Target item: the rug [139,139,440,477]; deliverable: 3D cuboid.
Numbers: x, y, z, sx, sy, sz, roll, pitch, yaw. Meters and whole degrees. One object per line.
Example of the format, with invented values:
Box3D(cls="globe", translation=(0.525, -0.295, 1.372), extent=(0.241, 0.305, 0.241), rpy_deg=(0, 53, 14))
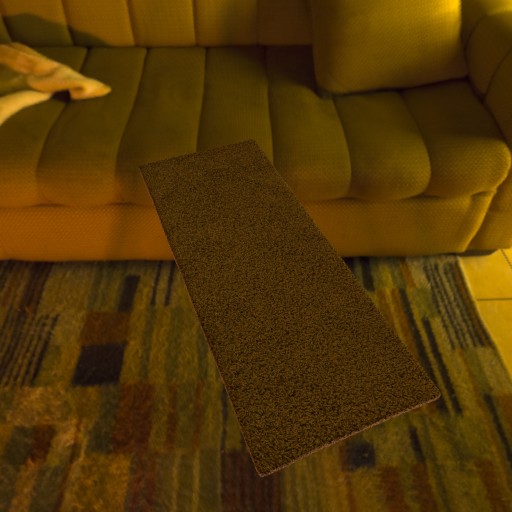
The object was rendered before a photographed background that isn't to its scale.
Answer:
Box3D(cls="rug", translation=(0.000, 0.000, 1.761), extent=(0.609, 0.030, 1.524), rpy_deg=(-17, 50, -15))
